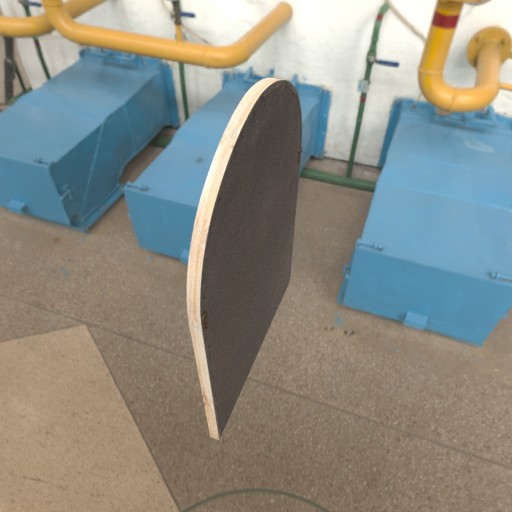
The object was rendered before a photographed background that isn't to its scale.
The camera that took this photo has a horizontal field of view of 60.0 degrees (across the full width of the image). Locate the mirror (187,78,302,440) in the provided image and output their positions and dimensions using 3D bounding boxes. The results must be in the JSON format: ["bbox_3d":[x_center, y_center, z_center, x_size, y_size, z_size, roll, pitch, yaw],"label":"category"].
[{"bbox_3d":[0.000,0.000,1.187,0.032,0.920,0.660,16,49,15],"label":"mirror"}]
